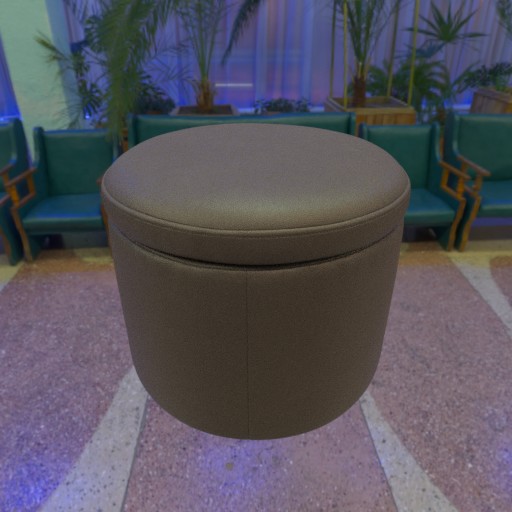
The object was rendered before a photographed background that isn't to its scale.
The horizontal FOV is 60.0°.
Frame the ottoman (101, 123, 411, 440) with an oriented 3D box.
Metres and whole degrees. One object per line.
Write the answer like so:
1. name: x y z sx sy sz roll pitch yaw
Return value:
1. ottoman: 0.000 0.000 0.822 0.500 0.409 0.500 0 29 0
